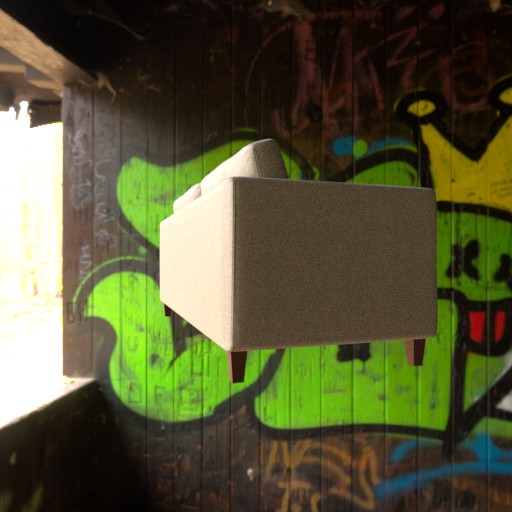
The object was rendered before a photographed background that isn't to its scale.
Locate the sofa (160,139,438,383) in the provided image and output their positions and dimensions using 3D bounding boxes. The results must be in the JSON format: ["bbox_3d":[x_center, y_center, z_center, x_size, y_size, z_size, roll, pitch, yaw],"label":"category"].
[{"bbox_3d":[0.000,0.000,2.759,0.956,0.963,2.208,0,0,-19],"label":"sofa"}]
